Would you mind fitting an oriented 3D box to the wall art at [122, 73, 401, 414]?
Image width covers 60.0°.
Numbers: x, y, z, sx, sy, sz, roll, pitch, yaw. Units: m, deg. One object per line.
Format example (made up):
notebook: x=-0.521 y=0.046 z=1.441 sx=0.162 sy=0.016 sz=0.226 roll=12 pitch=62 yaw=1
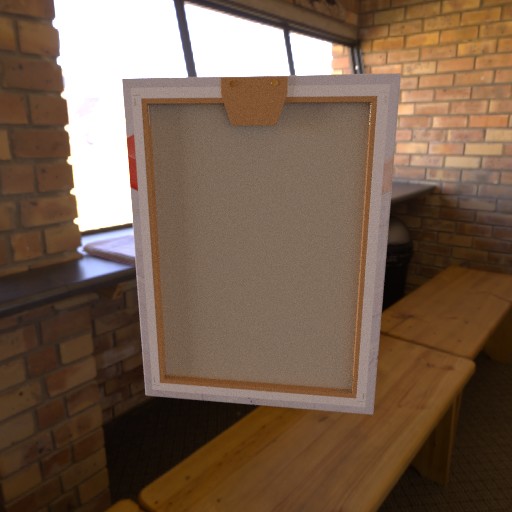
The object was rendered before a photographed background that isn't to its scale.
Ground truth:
wall art: x=0.000 y=0.000 z=1.342 sx=0.759 sy=1.014 sz=0.045 roll=2 pitch=16 yaw=8
